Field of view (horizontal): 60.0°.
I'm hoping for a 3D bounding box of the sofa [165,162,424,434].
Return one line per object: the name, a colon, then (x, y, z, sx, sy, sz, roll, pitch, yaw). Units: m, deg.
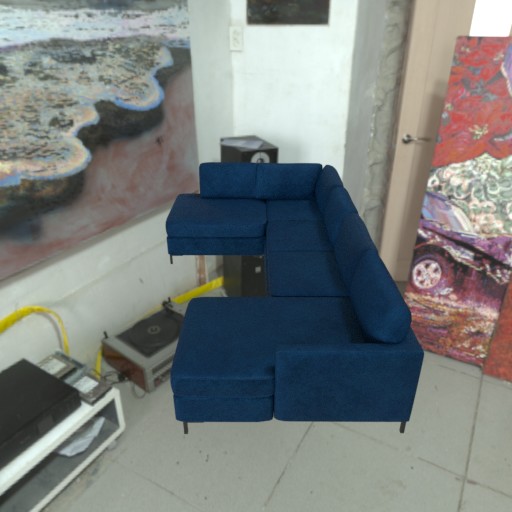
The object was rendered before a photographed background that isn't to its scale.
sofa: (0.000, 0.000, 4.282, 2.055, 0.992, 3.434, 0, 27, 0)
